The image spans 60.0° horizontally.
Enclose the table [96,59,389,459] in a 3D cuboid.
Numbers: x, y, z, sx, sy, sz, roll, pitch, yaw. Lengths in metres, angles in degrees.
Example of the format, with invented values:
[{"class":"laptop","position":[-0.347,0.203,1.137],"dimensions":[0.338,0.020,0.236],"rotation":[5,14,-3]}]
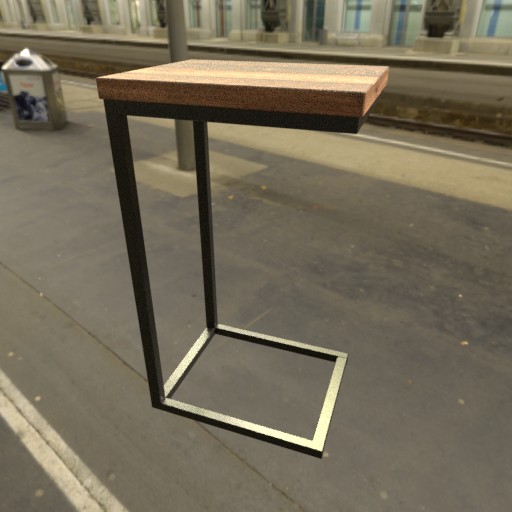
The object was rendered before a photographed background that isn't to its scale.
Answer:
[{"class":"table","position":[0.000,0.000,0.929],"dimensions":[0.414,0.718,0.323],"rotation":[10,30,17]}]
